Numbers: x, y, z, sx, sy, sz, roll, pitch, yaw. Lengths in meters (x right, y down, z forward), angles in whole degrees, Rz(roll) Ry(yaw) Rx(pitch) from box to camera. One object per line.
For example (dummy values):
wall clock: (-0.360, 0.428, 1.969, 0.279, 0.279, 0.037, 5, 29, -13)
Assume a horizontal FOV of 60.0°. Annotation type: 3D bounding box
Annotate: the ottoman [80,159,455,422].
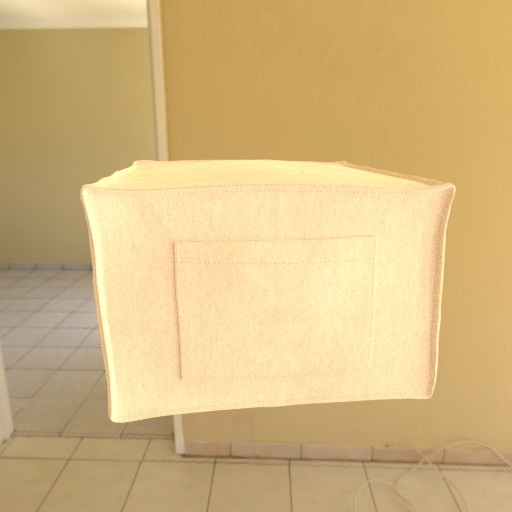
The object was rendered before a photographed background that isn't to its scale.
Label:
ottoman: (0.000, 0.000, 1.143, 0.707, 0.470, 0.696, -2, 15, -8)
